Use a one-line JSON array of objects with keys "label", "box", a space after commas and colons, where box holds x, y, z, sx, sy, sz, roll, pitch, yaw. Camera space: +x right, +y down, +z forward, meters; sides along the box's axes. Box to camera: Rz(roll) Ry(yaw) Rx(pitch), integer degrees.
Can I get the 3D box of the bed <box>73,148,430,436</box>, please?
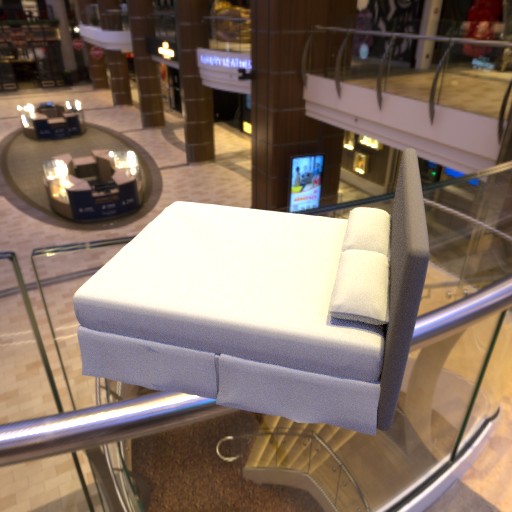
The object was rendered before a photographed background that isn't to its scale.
[{"label": "bed", "box": [0.000, 0.000, 3.282, 2.142, 1.330, 1.748, 8, 31, 13]}]
